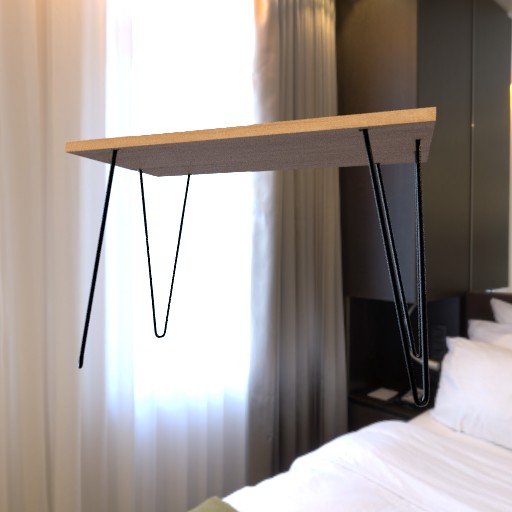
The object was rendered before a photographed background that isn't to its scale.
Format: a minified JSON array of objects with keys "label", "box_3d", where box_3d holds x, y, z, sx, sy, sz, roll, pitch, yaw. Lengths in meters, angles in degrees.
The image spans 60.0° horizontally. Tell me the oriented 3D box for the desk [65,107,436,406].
[{"label":"desk","box_3d":[0.000,0.000,1.358,0.991,0.660,0.499,0,1,19]}]
